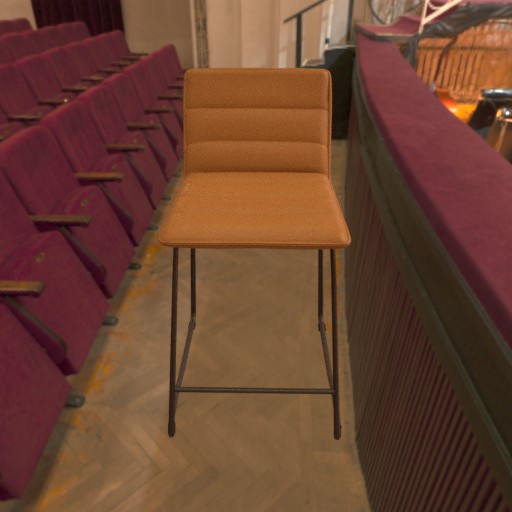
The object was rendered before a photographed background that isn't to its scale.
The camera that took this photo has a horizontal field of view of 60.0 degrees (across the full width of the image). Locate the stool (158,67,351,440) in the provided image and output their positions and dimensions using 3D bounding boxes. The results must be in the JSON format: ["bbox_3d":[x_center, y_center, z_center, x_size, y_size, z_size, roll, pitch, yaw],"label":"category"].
[{"bbox_3d":[0.000,0.000,1.181,0.489,0.866,0.524,1,31,1],"label":"stool"}]
